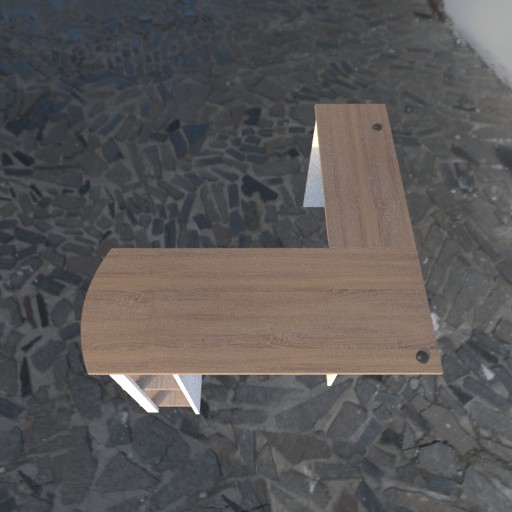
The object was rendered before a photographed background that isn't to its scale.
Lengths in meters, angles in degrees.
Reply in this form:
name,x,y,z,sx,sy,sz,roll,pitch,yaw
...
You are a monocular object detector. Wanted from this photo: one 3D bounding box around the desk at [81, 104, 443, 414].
name,x,y,z,sx,sy,sz,roll,pitch,yaw
desk,0.000,0.000,2.191,1.303,0.716,1.361,0,60,0
